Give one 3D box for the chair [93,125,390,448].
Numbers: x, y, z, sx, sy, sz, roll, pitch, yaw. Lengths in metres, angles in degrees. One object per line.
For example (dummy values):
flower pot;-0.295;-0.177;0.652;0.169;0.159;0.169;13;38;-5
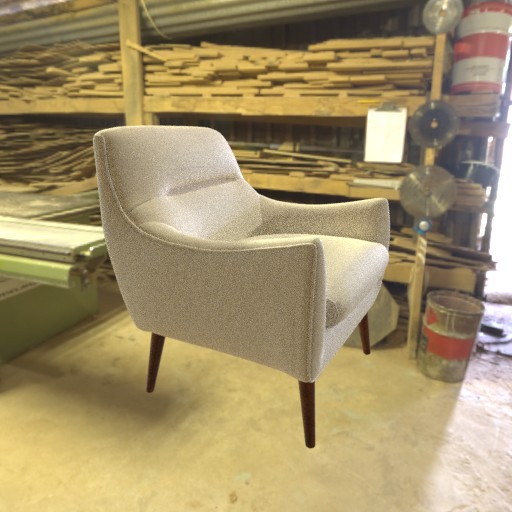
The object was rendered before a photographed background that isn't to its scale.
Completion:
chair;0.000;0.000;1.482;0.787;0.838;0.762;8;17;27
